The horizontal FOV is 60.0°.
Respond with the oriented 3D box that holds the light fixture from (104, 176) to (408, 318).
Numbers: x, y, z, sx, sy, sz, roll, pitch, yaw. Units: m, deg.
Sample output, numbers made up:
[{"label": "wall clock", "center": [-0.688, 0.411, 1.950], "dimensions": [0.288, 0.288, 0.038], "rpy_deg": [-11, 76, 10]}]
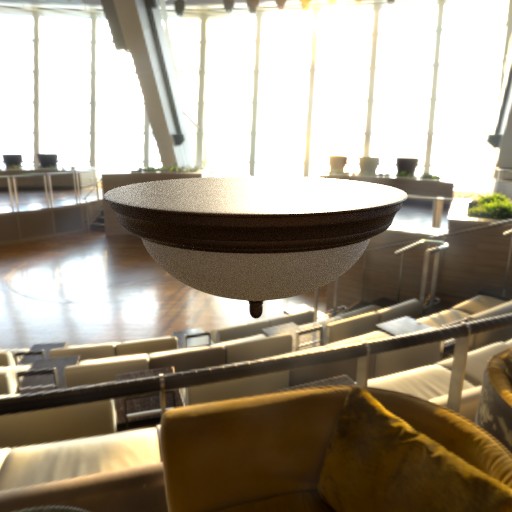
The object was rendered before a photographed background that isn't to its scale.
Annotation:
[{"label": "light fixture", "center": [0.000, 0.000, 0.448], "dimensions": [0.280, 0.135, 0.280], "rpy_deg": [0, 15, 0]}]
